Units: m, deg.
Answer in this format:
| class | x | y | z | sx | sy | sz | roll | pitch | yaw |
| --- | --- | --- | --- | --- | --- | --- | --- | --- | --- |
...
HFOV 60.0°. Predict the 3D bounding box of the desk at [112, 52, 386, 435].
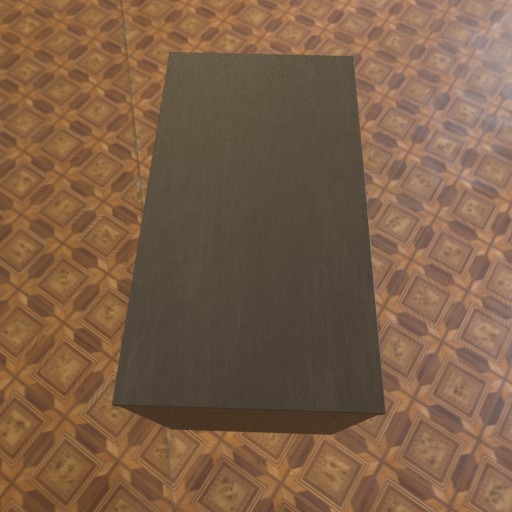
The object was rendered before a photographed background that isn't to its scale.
| class | x | y | z | sx | sy | sz | roll | pitch | yaw |
| --- | --- | --- | --- | --- | --- | --- | --- | --- | --- |
| desk | 0.000 | 0.000 | 1.543 | 0.600 | 0.750 | 1.100 | 2 | 65 | 1 |
